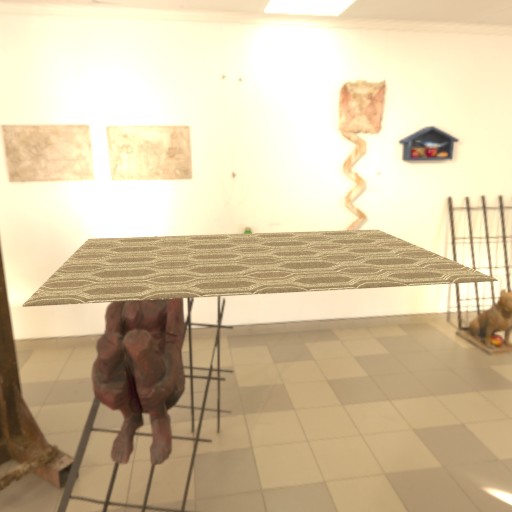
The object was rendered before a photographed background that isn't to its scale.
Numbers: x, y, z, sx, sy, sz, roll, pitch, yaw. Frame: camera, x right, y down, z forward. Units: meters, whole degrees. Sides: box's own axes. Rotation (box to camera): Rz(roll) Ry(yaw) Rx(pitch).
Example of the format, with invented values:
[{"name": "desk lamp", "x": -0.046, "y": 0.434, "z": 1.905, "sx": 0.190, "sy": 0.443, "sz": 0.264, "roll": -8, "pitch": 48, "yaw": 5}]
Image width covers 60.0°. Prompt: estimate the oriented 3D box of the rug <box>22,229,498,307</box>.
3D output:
[{"name": "rug", "x": 0.000, "y": 0.000, "z": 2.983, "sx": 2.457, "sy": 0.012, "sz": 1.541, "roll": -2, "pitch": 14, "yaw": -9}]
